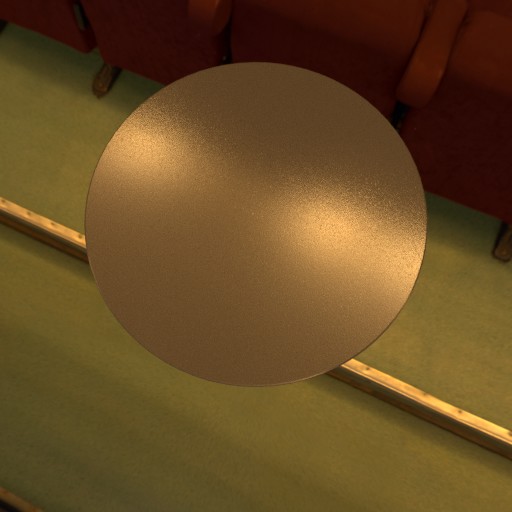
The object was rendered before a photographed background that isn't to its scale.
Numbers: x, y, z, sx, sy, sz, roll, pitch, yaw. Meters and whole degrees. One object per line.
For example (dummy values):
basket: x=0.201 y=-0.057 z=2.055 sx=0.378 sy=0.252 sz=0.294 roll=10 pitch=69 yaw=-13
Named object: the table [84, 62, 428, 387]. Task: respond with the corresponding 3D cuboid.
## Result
table: x=0.000 y=0.000 z=0.912 sx=0.500 sy=0.550 sz=0.500 roll=0 pitch=75 yaw=0
